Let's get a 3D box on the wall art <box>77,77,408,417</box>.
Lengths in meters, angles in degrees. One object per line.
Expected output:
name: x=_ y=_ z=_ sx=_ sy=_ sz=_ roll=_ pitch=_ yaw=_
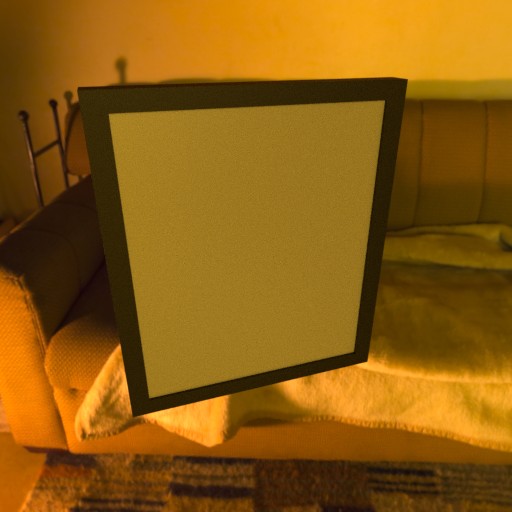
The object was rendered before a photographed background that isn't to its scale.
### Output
wall art: x=0.000 y=0.000 z=0.521 sx=0.330 sy=0.381 sz=0.029 roll=-8 pitch=28 yaw=-16
